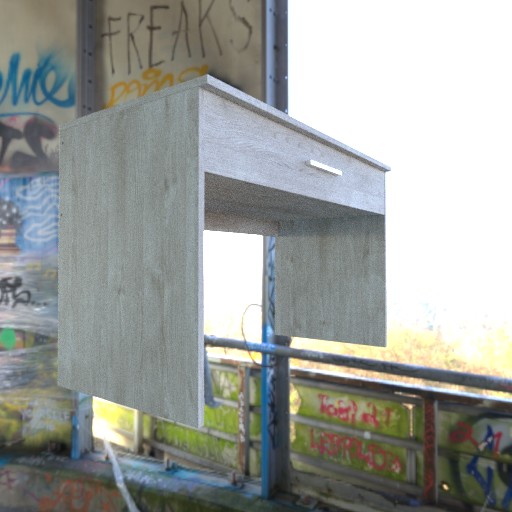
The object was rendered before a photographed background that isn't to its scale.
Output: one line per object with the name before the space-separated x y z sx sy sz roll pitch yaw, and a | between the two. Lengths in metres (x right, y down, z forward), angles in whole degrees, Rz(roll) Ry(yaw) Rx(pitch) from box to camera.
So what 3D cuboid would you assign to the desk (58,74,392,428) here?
desk | 0.000 0.000 1.514 0.560 0.730 1.100 -1 -1 36
